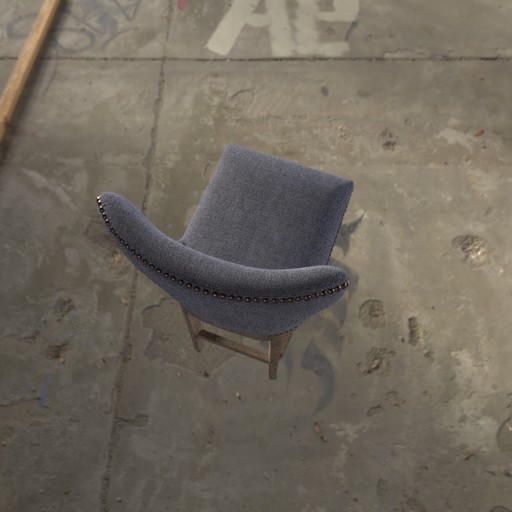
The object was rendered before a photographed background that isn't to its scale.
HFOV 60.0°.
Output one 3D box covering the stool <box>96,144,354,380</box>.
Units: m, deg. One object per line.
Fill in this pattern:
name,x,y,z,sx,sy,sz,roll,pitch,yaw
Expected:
stool,0.000,0.000,1.307,0.498,0.981,0.608,19,66,9
